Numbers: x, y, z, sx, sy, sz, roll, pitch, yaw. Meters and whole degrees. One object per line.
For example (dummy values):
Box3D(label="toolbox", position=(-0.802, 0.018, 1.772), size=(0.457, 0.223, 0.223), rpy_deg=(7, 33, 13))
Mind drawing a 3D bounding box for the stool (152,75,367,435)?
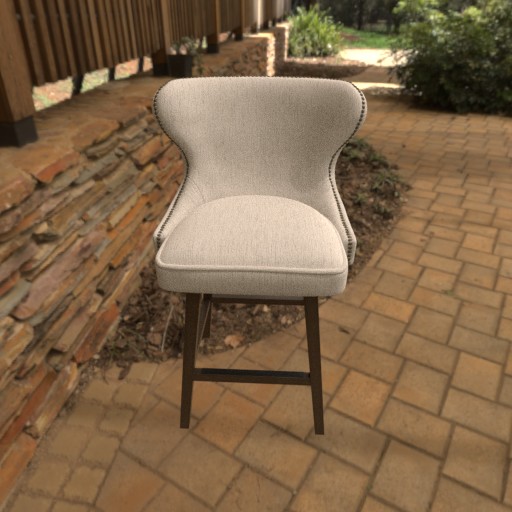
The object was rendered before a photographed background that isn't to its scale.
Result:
Box3D(label="stool", position=(0.000, 0.000, 1.372), size=(0.615, 0.972, 0.597), rpy_deg=(2, 30, 3))
